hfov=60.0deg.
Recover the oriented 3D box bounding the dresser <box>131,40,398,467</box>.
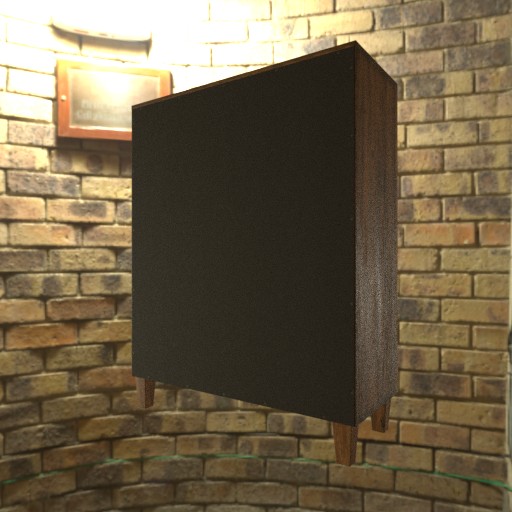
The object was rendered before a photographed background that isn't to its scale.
[{"bbox_3d":[0.000,0.000,1.878,1.067,1.359,0.438,0,0,35],"label":"dresser"}]
